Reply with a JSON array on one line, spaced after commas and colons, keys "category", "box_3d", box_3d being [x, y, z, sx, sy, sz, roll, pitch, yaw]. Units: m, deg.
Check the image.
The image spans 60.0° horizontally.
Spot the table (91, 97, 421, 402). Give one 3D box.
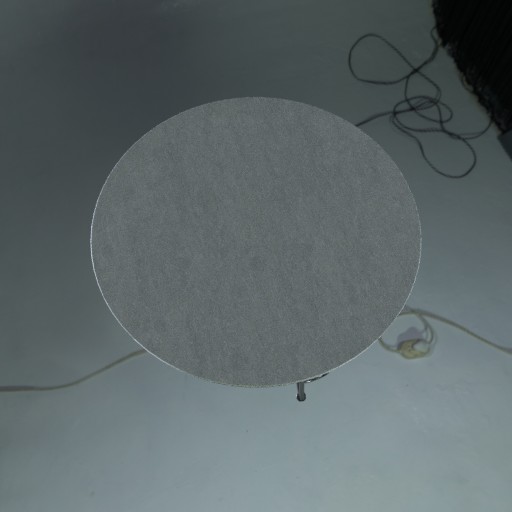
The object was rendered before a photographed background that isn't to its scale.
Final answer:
[{"category": "table", "box_3d": [0.000, 0.000, 1.419, 0.889, 0.470, 0.889, 0, 64, 0]}]
